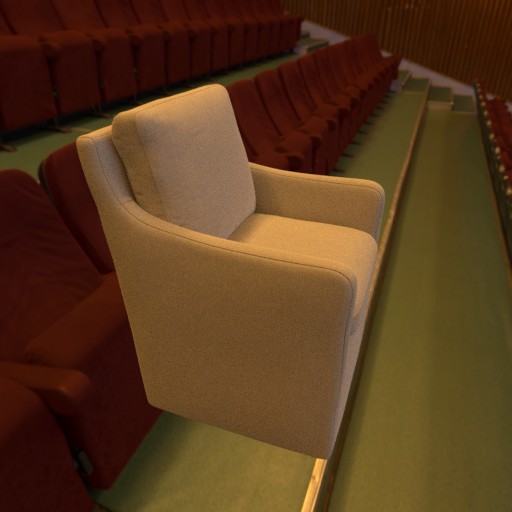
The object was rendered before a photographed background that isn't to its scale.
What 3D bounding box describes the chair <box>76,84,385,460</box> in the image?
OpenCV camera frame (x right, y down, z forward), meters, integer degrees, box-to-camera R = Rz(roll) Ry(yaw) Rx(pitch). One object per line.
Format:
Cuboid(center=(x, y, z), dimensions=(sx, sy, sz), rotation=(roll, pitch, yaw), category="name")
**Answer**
Cuboid(center=(0.000, 0.000, 1.355), dimensions=(0.694, 0.914, 0.626), rotation=(10, 31, 18), category="chair")
